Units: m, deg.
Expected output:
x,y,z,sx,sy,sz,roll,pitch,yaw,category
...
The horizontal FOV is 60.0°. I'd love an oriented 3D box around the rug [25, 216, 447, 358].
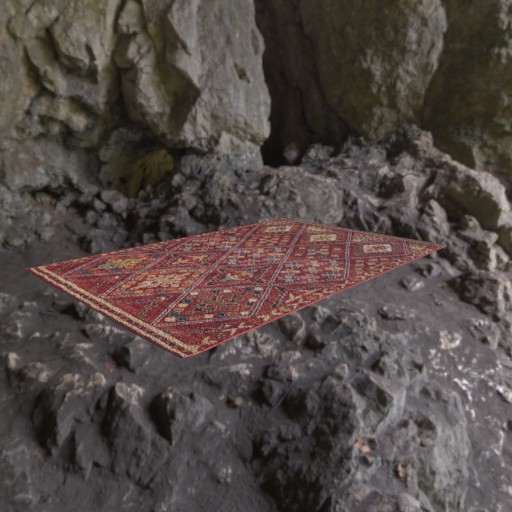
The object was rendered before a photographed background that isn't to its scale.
x,y,z,sx,sy,sz,roll,pitch,yaw,category
0.000,0.000,2.835,1.521,0.026,2.286,15,21,43,rug
